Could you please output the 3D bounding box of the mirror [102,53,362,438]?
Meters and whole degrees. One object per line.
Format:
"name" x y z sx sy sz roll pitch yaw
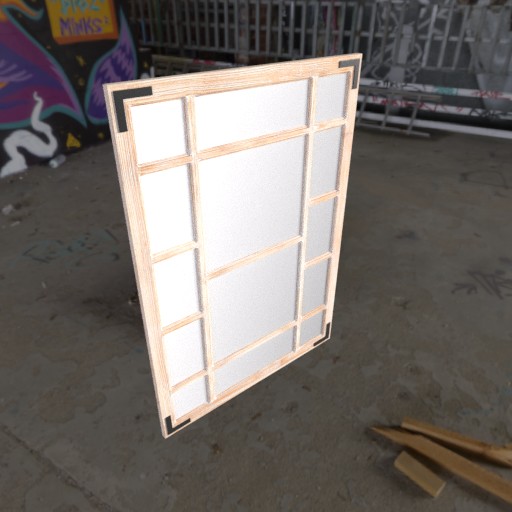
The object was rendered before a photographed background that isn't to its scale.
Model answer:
"mirror" 0.000 0.000 1.250 0.705 0.996 0.025 -23 38 -32
